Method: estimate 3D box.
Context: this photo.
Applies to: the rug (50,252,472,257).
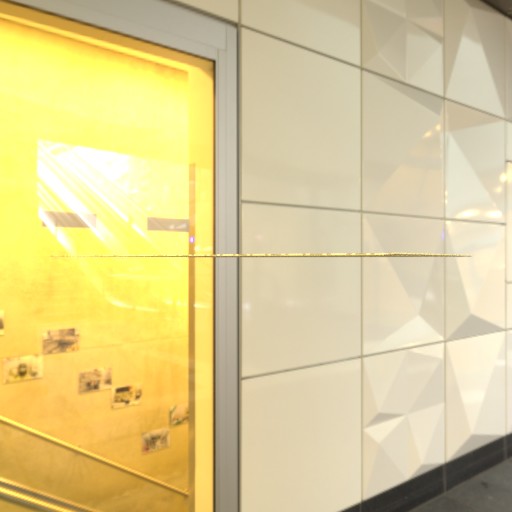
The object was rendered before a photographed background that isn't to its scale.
[{"bbox_3d":[0.000,0.000,2.976,2.410,0.011,1.539,0,0,35],"label":"rug"}]
